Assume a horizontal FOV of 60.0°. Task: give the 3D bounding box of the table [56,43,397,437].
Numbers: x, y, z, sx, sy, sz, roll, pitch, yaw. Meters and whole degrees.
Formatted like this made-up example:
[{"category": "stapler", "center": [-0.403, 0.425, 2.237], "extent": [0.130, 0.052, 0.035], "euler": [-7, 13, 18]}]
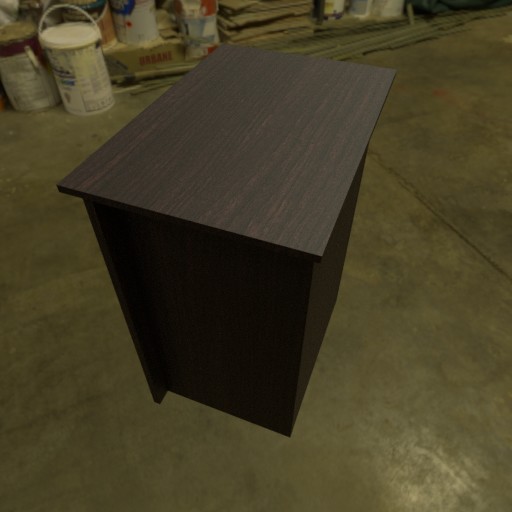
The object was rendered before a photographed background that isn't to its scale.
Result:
[{"category": "table", "center": [0.000, 0.000, 1.046], "extent": [0.406, 0.711, 0.591], "euler": [16, 48, 15]}]
